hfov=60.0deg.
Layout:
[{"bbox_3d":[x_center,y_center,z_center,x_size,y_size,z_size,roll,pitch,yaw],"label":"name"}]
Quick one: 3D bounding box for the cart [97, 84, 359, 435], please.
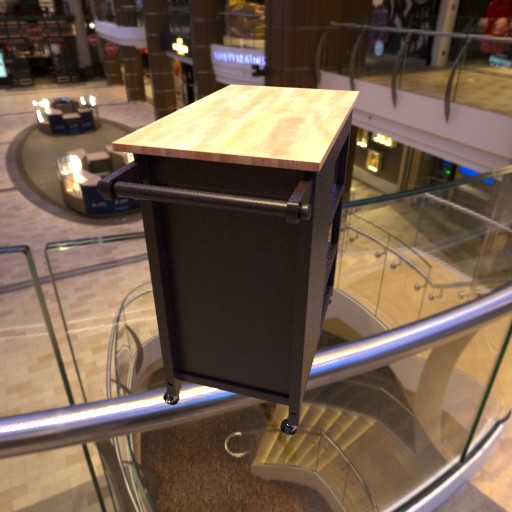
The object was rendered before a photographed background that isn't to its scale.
[{"bbox_3d":[0.000,0.000,1.427,0.472,0.878,0.914,9,31,15],"label":"cart"}]
